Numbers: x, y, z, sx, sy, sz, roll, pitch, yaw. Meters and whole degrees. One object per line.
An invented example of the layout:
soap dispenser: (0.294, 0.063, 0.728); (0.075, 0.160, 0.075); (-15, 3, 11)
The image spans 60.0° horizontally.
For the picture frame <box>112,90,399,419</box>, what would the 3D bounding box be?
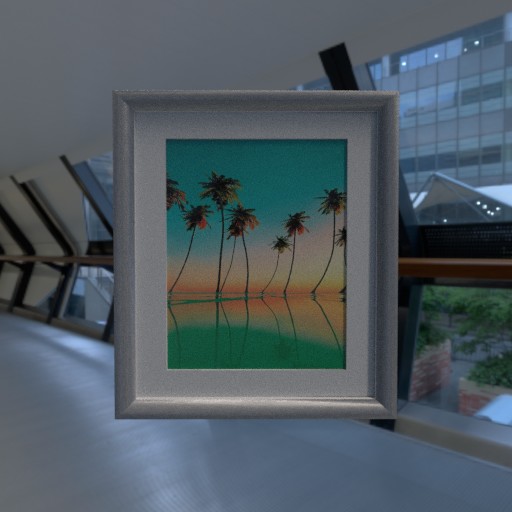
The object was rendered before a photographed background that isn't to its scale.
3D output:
picture frame: (0.000, 0.000, 0.520); (0.327, 0.378, 0.027); (0, 2, 0)
